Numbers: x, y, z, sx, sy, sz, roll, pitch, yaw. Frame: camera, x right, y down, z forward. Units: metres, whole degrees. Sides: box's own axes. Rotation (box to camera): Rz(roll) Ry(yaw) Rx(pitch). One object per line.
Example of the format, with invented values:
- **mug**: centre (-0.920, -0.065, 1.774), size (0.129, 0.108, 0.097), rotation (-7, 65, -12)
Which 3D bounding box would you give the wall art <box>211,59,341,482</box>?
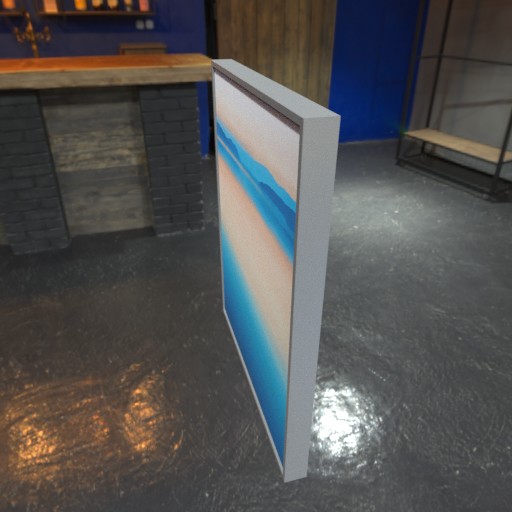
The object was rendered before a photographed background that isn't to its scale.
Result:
- **wall art**: centre (0.000, 0.000, 0.739), size (0.037, 0.554, 0.453), rotation (-8, 31, -14)
